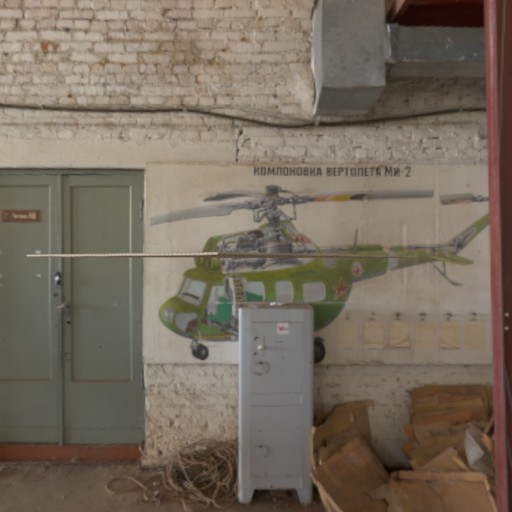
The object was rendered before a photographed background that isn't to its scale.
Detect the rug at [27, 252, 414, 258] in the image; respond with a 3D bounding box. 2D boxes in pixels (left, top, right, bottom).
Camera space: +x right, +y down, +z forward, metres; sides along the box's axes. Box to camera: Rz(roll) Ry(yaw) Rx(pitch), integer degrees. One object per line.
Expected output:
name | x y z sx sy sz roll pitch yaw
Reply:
rug | 0.000 0.000 1.089 0.511 0.008 0.869 0 -1 36
